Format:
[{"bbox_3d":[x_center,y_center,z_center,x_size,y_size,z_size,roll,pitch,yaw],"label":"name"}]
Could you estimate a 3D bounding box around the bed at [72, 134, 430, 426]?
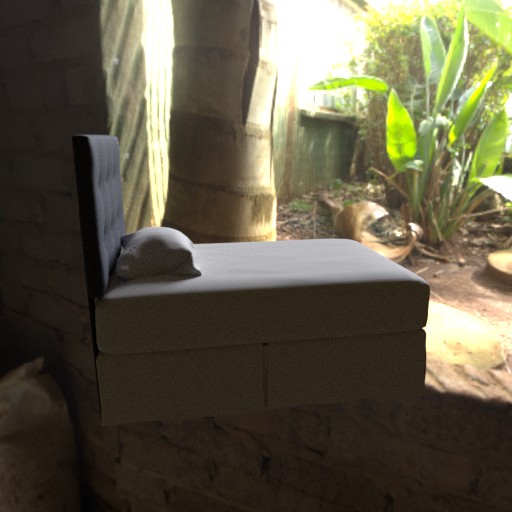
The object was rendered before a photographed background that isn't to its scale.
[{"bbox_3d":[0.000,0.000,2.981,1.997,1.571,1.261,-3,15,-10],"label":"bed"}]
